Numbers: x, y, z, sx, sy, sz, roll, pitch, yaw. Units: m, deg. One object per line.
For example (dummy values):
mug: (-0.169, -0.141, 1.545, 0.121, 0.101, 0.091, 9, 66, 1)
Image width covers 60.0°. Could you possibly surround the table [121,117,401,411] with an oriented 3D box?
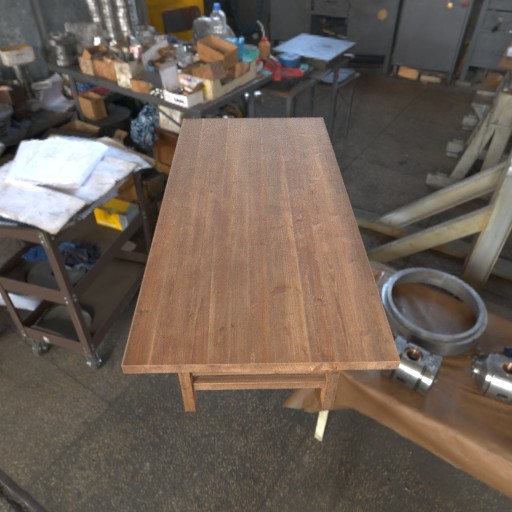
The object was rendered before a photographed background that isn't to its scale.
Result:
table: (0.000, 0.000, 2.512, 0.952, 0.760, 2.003, -1, 41, -1)
